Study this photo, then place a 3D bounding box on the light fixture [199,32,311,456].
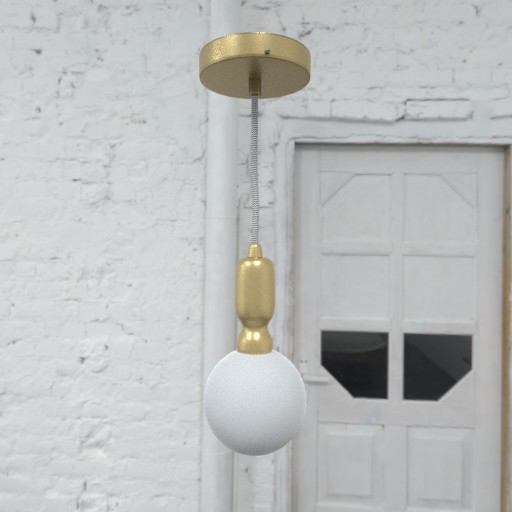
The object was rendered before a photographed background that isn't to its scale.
[{"bbox_3d":[0.000,0.000,0.577,0.146,0.510,0.147,0,1,-19],"label":"light fixture"}]
